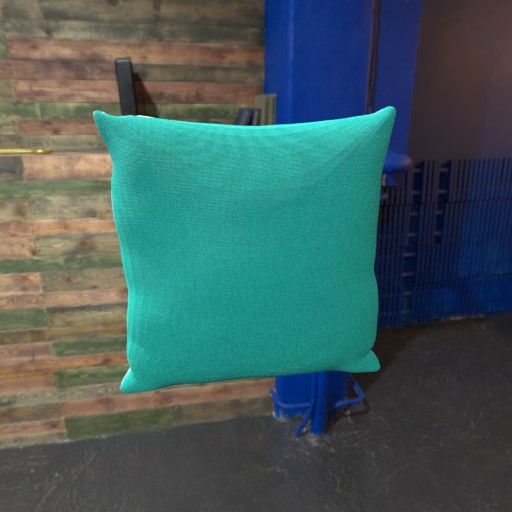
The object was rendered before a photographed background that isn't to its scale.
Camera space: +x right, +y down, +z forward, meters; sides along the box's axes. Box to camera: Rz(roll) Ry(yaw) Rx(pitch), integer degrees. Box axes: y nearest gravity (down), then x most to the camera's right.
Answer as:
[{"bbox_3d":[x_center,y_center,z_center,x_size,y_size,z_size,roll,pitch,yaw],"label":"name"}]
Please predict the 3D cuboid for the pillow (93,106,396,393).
[{"bbox_3d":[0.000,0.000,0.686,0.440,0.441,0.182,-3,18,-10],"label":"pillow"}]
